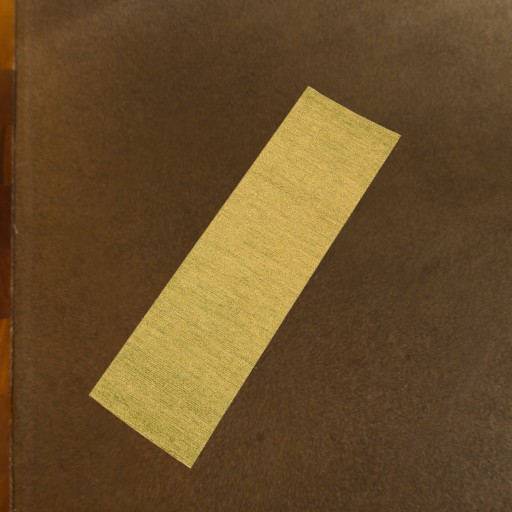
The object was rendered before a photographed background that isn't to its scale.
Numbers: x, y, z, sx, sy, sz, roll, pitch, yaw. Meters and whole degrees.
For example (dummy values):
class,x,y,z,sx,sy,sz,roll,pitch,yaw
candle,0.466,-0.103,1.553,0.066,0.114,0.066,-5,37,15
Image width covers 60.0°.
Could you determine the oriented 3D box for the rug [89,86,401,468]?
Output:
class,x,y,z,sx,sy,sz,roll,pitch,yaw
rug,0.000,0.000,2.635,0.686,0.013,2.340,32,78,8
